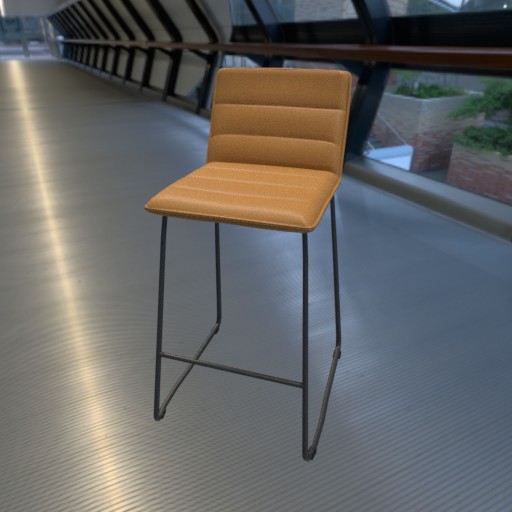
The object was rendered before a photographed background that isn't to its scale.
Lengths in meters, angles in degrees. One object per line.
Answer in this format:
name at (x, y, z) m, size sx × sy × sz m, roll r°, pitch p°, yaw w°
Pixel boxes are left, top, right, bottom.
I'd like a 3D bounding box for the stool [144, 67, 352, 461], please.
stool at (0.000, 0.000, 1.237) m, size 0.489 × 0.936 × 0.524 m, roll 8°, pitch 28°, yaw 16°
